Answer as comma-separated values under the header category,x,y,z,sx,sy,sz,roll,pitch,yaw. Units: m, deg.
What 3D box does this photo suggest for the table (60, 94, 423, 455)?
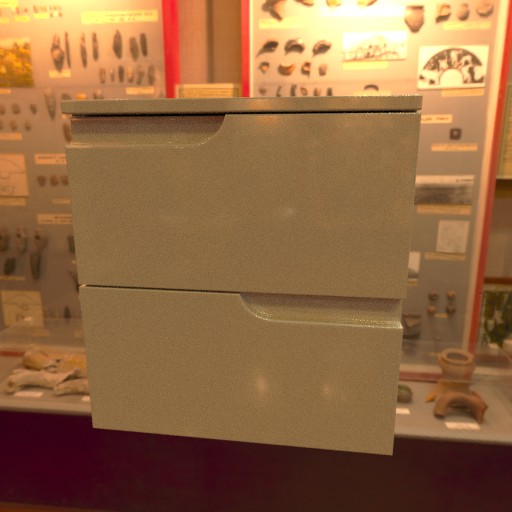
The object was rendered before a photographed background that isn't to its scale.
category,x,y,z,sx,sy,sz,roll,pitch,yaw
table,0.000,0.000,0.754,0.420,0.470,0.400,2,14,8
